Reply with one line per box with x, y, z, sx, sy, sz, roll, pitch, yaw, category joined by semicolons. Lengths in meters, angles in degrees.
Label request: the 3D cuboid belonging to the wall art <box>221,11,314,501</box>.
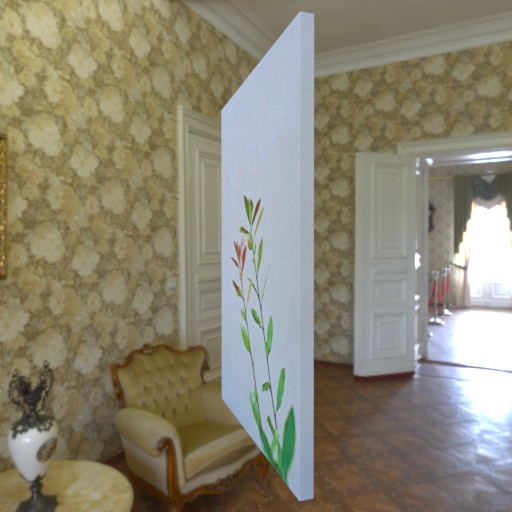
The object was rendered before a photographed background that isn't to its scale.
0.000;0.000;1.402;0.038;1.143;0.764;0;1;-18;wall art
